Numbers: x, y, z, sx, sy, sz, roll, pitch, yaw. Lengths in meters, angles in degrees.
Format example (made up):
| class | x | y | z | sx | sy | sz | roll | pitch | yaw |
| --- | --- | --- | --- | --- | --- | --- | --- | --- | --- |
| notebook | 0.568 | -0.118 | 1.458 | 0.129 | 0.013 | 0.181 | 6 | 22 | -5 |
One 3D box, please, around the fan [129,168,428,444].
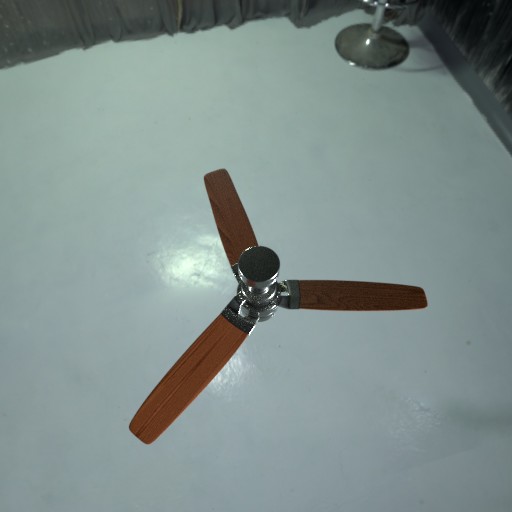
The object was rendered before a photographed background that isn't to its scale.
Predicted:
| class | x | y | z | sx | sy | sz | roll | pitch | yaw |
| --- | --- | --- | --- | --- | --- | --- | --- | --- | --- |
| fan | 0.000 | 0.000 | 2.066 | 1.416 | 0.410 | 1.271 | -16 | 61 | -9 |
